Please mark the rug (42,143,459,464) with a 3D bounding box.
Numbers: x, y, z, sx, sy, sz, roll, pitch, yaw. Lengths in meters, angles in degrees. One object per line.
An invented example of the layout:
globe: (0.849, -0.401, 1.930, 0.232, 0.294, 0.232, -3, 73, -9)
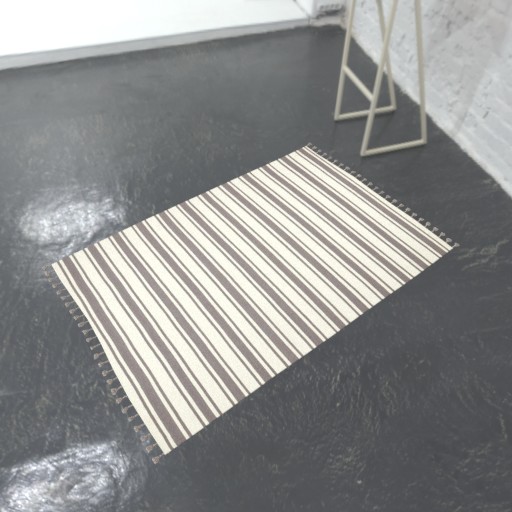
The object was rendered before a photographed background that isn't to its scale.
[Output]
rug: (0.000, 0.000, 3.035, 2.425, 0.014, 1.563, -29, 55, -24)
